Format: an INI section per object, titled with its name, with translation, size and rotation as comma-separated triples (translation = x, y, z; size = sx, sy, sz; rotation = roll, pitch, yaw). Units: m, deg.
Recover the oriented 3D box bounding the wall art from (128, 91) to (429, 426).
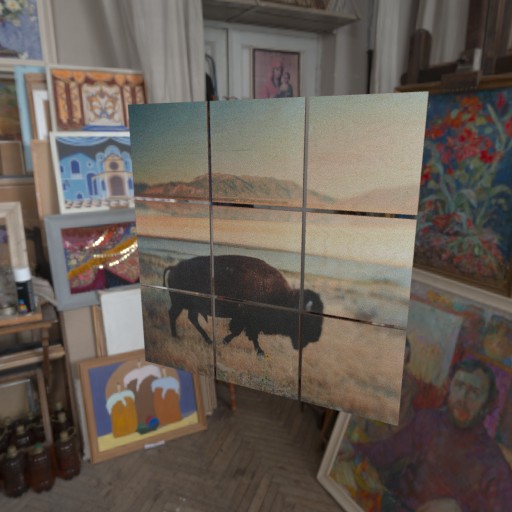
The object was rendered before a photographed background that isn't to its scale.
[wall art]
translation = 0.000, 0.000, 2.288
size = 1.533, 1.532, 0.019
rotation = 7, 16, 25
